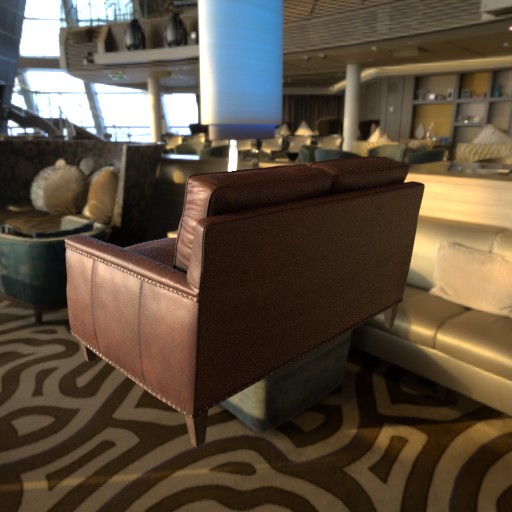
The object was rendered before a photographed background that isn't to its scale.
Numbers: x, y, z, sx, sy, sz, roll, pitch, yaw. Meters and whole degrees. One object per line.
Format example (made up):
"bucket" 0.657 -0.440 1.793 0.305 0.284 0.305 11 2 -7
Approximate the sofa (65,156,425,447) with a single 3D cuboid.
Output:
"sofa" 0.000 0.000 2.302 1.083 1.003 1.628 15 22 43
